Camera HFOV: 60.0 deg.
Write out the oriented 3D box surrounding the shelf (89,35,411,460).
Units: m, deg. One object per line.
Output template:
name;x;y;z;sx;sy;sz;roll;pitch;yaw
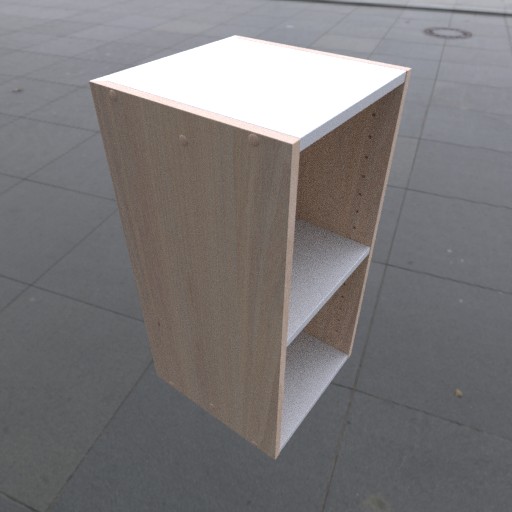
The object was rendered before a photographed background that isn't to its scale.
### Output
shelf;0.000;0.000;0.750;0.297;0.594;0.290;25;45;28
